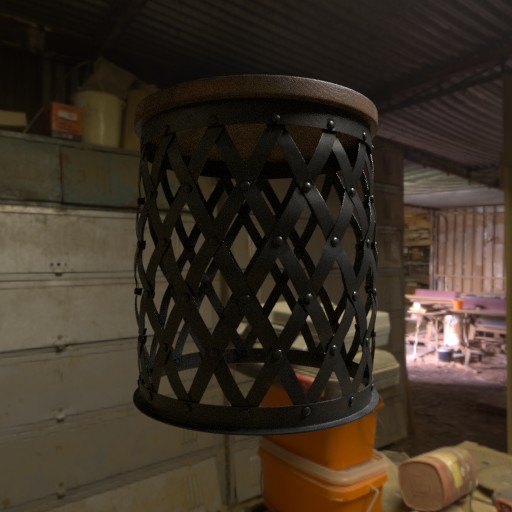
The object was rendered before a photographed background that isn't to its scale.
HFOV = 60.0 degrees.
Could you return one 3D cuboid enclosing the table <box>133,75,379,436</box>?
[{"bbox_3d":[0.000,0.000,0.759,0.405,0.454,0.405,0,-1,0],"label":"table"}]
